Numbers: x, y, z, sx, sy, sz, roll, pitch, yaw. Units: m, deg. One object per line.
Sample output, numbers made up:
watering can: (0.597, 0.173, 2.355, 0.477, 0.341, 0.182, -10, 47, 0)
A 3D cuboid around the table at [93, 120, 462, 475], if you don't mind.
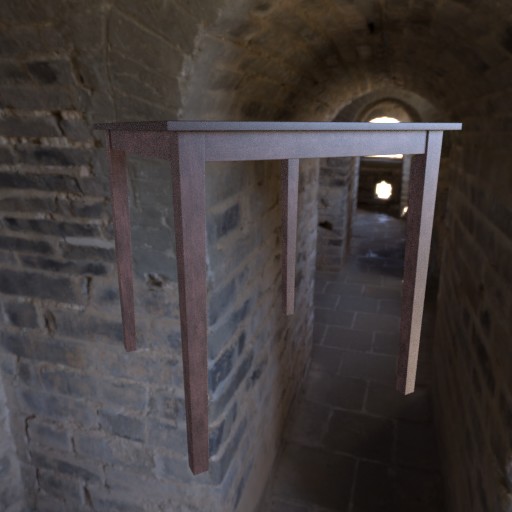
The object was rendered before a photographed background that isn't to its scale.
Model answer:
table: (0.000, 0.000, 1.342, 0.749, 0.770, 0.749, -9, 18, -27)
